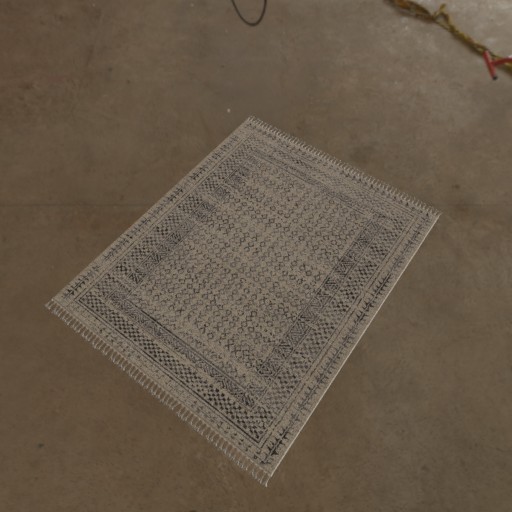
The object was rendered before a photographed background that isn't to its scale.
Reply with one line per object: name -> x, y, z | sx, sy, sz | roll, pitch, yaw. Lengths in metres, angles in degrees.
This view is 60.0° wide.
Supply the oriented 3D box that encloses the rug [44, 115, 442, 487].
rug -> 0.000, 0.000, 3.995 | 2.312, 0.013, 2.940 | 32, 64, 18
